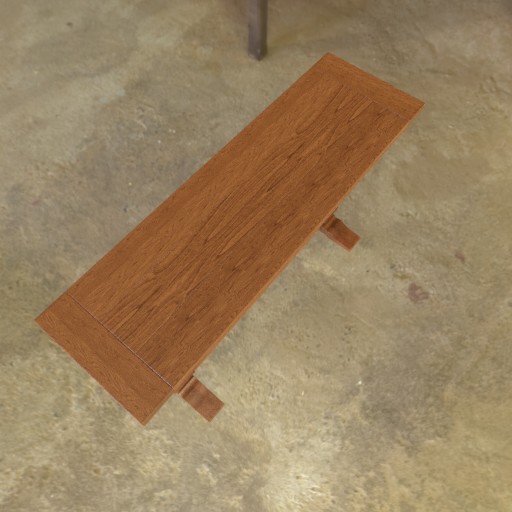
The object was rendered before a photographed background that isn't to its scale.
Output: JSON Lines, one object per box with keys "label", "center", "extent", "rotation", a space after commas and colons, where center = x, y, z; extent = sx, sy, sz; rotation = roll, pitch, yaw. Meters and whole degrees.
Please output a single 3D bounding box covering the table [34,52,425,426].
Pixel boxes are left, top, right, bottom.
{"label": "table", "center": [0.000, 0.000, 1.856], "extent": [0.461, 0.852, 1.478], "rotation": [36, 68, 17]}
